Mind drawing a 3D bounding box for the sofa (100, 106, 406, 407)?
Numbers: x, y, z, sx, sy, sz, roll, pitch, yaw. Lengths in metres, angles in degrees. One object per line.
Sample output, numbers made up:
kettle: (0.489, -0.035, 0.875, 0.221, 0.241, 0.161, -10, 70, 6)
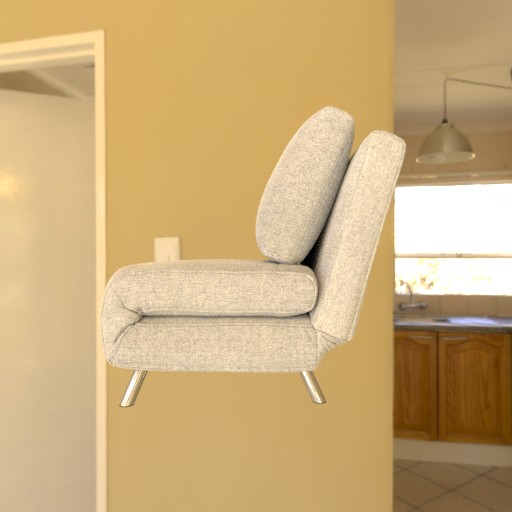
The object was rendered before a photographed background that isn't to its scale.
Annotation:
sofa: (0.000, 0.000, 1.884, 0.910, 0.910, 1.220, 0, 0, 2)
